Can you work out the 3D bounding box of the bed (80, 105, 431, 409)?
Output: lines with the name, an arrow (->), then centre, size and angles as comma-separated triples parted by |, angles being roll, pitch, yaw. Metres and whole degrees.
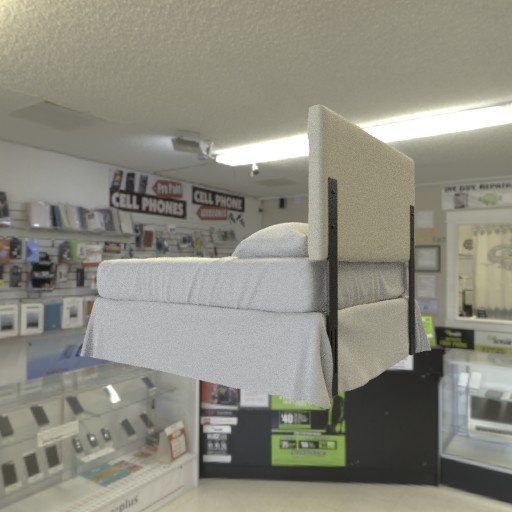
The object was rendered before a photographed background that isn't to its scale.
bed -> 0.000, 0.000, 3.581 | 2.222, 1.577, 1.936 | -1, -1, 36
